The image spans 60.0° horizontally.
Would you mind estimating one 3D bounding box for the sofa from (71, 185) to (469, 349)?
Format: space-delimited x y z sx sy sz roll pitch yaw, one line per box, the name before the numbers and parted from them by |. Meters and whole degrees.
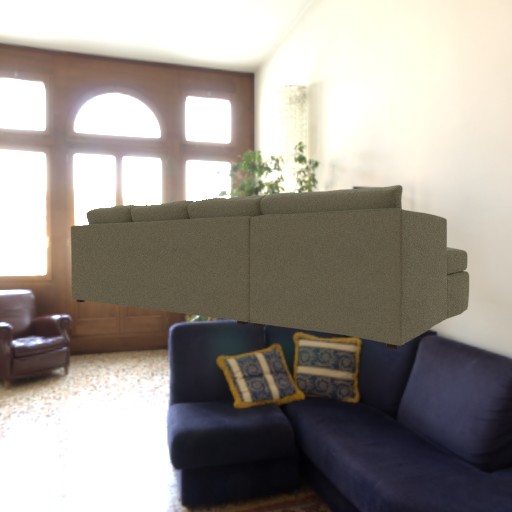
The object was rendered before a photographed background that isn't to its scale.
sofa | 0.000 0.000 3.910 3.205 0.922 1.650 1 2 37
